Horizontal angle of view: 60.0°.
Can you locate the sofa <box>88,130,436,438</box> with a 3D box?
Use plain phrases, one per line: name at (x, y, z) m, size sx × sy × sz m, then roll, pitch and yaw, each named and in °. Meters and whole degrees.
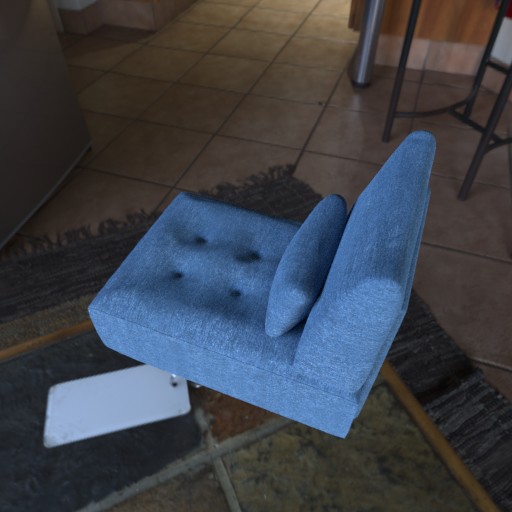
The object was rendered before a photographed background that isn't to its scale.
sofa at (0.000, 0.000, 1.558) m, size 1.000 × 0.820 × 0.700 m, roll 16°, pitch 49°, yaw 14°
